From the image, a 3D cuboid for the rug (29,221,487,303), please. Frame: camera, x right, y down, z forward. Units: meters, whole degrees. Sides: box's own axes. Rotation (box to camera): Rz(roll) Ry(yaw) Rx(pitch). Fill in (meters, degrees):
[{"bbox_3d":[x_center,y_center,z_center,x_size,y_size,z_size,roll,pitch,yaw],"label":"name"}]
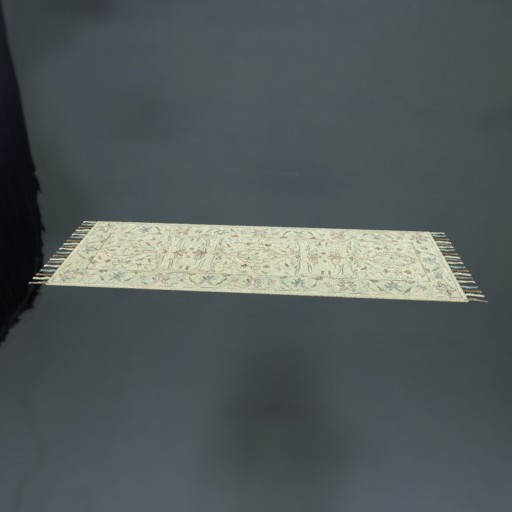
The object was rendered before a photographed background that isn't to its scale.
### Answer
[{"bbox_3d":[0.000,0.000,2.670,2.440,0.013,0.769,2,31,3],"label":"rug"}]
